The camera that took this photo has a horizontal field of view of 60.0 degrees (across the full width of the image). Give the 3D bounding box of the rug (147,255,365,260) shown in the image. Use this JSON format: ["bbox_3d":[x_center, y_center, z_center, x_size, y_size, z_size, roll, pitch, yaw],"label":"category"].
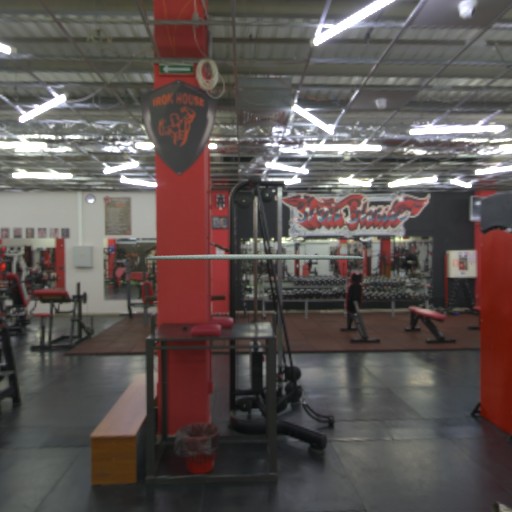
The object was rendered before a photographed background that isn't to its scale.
[{"bbox_3d":[0.000,0.000,2.441,0.662,0.011,2.196,0,0,0],"label":"rug"}]
